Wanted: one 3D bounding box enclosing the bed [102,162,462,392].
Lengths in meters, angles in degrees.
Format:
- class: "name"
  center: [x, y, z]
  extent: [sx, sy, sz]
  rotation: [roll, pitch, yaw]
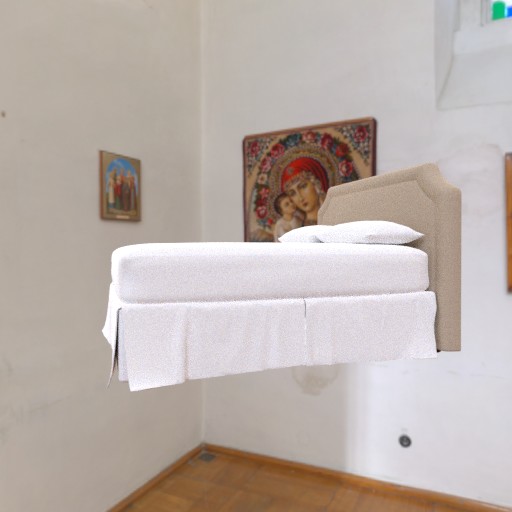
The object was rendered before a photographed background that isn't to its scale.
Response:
- class: "bed"
  center: [0.000, 0.000, 3.346]
  extent: [2.204, 1.301, 1.828]
  rotation: [0, 1, -19]
